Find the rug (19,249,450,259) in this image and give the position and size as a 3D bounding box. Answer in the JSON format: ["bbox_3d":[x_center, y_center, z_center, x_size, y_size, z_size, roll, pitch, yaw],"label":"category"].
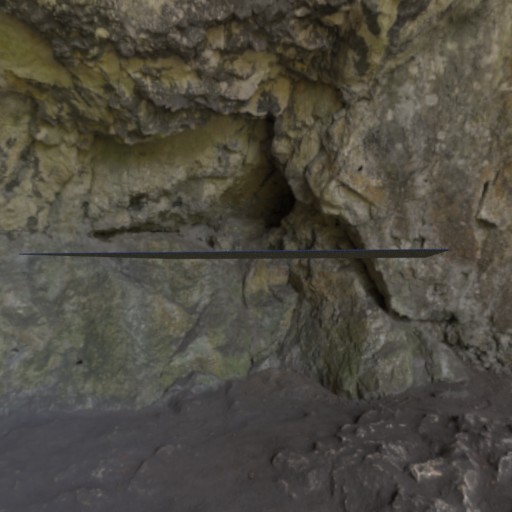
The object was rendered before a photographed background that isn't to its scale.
[{"bbox_3d":[0.000,0.000,4.081,3.048,0.010,2.438,0,-1,18],"label":"rug"}]
